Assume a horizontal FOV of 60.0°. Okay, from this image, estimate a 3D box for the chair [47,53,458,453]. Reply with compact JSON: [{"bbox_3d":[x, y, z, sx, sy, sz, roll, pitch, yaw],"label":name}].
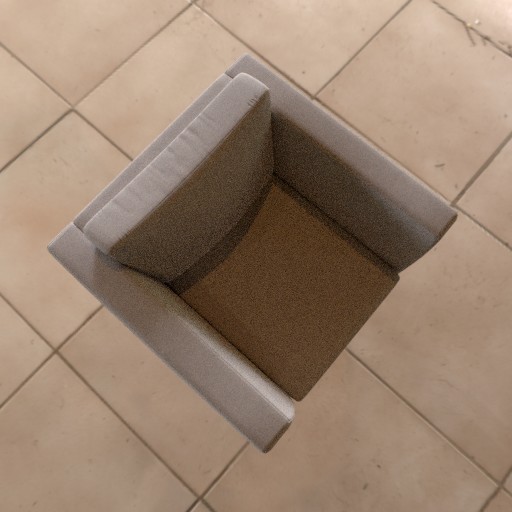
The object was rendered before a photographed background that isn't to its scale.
[{"bbox_3d":[0.000,0.000,1.665,0.930,0.860,1.000,40,80,9],"label":"chair"}]
